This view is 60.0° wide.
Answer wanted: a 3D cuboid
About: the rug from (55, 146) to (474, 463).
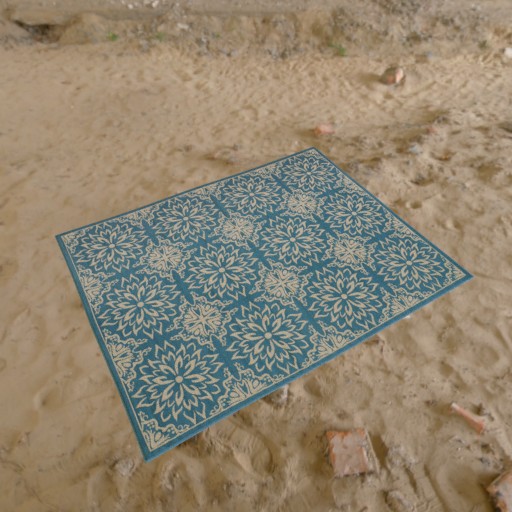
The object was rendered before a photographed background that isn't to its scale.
[{"bbox_3d":[0.000,0.000,3.941,2.964,0.018,2.350,-23,50,-21],"label":"rug"}]
